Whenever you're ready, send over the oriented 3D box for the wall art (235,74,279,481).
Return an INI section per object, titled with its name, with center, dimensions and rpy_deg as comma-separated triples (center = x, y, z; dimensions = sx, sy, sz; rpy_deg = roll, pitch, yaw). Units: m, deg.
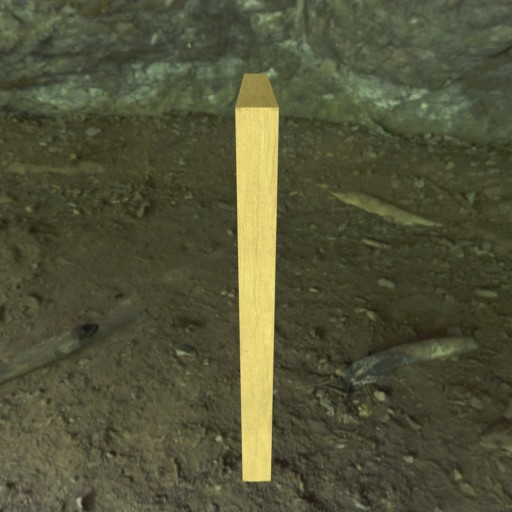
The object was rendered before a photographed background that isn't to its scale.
[wall art]
center = 0.000, 0.000, 0.526
dimensions = 0.030, 0.380, 0.312
rpy_deg = 0, 26, 0
